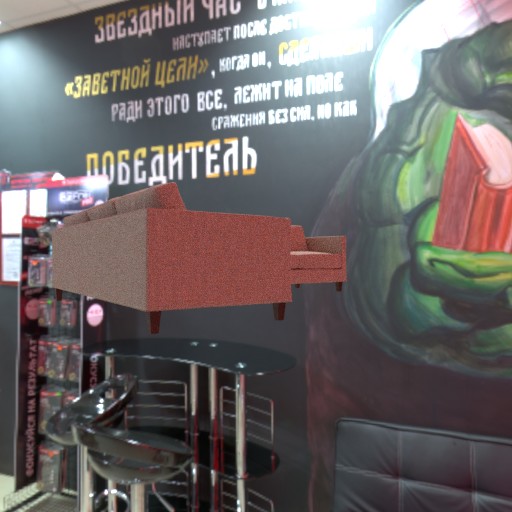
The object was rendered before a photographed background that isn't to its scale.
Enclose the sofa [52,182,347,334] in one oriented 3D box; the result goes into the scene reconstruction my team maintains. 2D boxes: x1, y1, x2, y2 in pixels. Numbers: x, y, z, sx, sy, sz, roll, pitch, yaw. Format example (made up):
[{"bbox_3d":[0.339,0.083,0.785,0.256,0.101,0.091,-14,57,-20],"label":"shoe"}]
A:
[{"bbox_3d":[0.000,0.000,4.261,3.182,0.863,2.432,0,0,-36],"label":"sofa"}]
